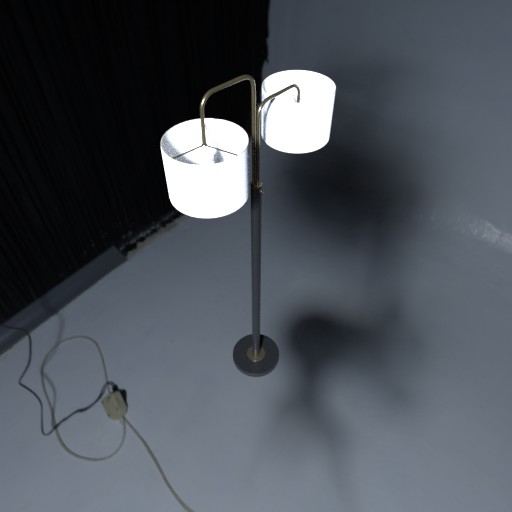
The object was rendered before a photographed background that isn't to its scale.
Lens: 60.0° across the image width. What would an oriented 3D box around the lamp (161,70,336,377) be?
[{"bbox_3d":[0.000,0.000,1.875,0.254,1.587,0.711,31,53,27],"label":"lamp"}]
